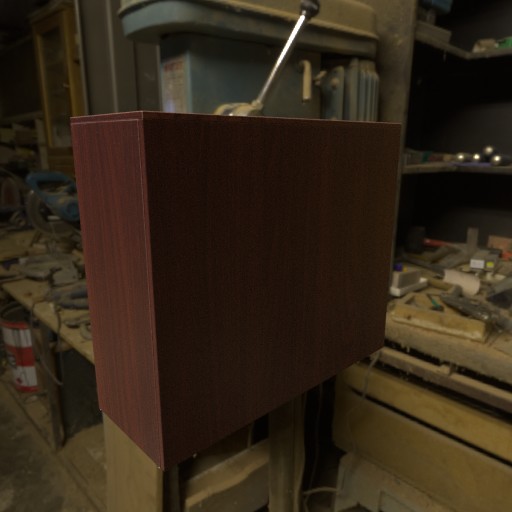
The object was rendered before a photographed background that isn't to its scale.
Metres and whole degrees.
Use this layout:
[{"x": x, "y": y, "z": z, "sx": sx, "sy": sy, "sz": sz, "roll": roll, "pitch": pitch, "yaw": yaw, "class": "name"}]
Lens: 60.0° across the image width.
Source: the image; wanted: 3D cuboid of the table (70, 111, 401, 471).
[{"x": 0.000, "y": 0.000, "z": 1.356, "sx": 0.930, "sy": 0.790, "sz": 0.380, "roll": -13, "pitch": 20, "yaw": -41, "class": "table"}]
